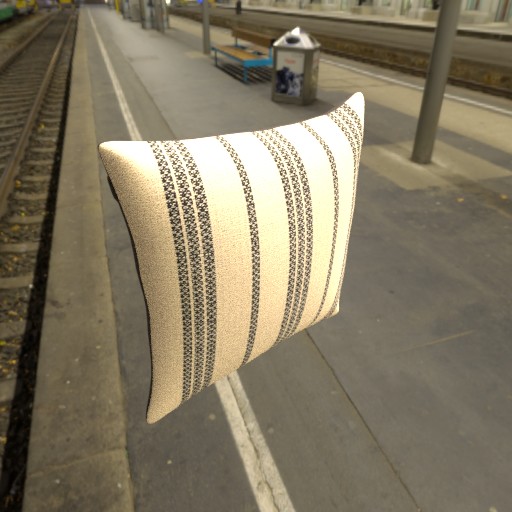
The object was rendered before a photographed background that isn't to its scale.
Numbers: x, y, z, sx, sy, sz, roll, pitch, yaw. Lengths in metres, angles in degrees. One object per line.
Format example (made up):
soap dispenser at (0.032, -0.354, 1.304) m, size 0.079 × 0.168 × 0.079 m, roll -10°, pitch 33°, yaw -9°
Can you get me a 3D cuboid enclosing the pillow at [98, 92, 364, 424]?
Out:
pillow at (0.000, 0.000, 0.641) m, size 0.405 × 0.406 × 0.173 m, roll -23°, pitch 38°, yaw -34°
